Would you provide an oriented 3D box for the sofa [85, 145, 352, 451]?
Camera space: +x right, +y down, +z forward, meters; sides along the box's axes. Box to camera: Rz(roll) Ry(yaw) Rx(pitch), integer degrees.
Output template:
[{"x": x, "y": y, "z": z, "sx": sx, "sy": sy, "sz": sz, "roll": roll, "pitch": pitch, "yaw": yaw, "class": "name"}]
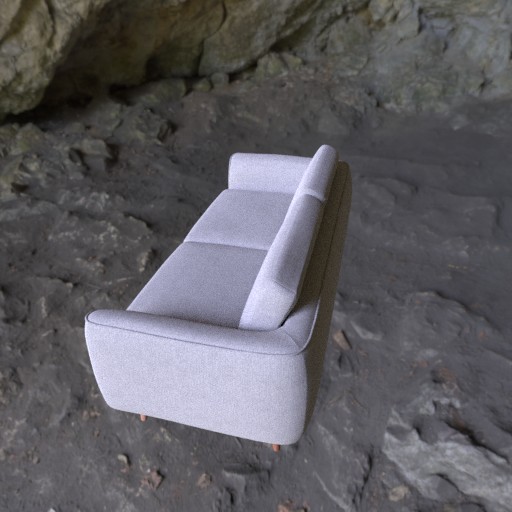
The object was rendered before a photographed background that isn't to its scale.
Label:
[{"x": 0.000, "y": 0.000, "z": 2.442, "sx": 0.920, "sy": 0.850, "sz": 2.000, "roll": 8, "pitch": 32, "yaw": 12, "class": "sofa"}]
